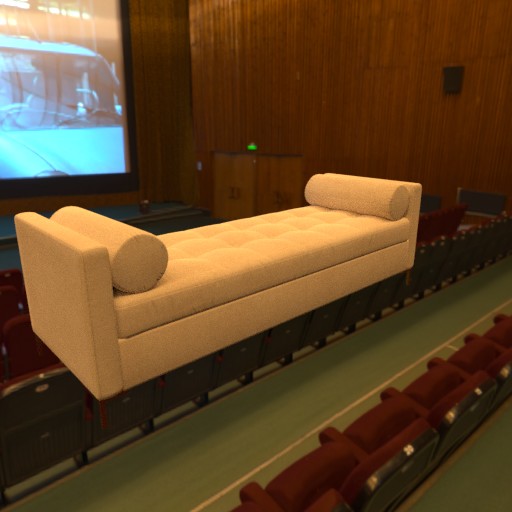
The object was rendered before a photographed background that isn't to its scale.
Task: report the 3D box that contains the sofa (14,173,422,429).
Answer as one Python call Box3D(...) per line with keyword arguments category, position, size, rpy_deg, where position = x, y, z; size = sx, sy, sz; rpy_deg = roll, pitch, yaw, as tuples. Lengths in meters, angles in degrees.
Box3D(category="sofa", position=(0.000, 0.000, 2.235), size=(1.981, 0.635, 0.686), rpy_deg=(-15, 23, -40))
